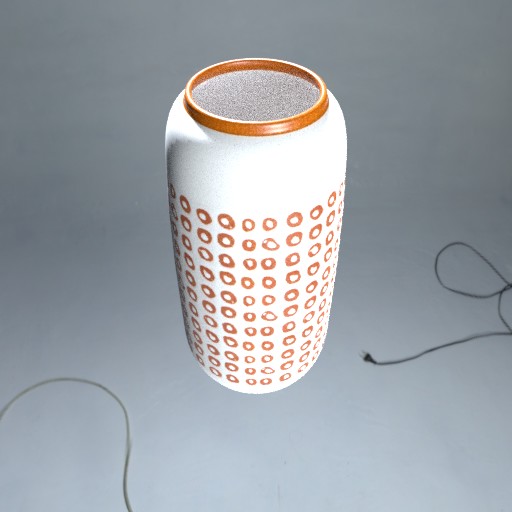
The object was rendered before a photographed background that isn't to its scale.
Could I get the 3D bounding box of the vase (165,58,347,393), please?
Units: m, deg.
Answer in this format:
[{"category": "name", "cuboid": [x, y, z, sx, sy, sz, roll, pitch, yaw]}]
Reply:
[{"category": "vase", "cuboid": [0.000, 0.000, 0.357, 0.133, 0.282, 0.133, 0, 47, 0]}]
